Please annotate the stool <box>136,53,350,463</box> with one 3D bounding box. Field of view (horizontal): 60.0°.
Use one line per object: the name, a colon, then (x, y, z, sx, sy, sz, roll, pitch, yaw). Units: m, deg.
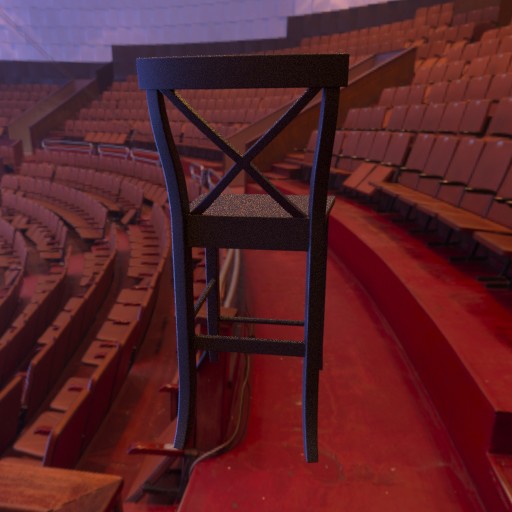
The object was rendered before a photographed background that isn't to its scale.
stool: (0.000, 0.000, 1.270, 0.452, 0.989, 0.559, 2, 16, 8)
